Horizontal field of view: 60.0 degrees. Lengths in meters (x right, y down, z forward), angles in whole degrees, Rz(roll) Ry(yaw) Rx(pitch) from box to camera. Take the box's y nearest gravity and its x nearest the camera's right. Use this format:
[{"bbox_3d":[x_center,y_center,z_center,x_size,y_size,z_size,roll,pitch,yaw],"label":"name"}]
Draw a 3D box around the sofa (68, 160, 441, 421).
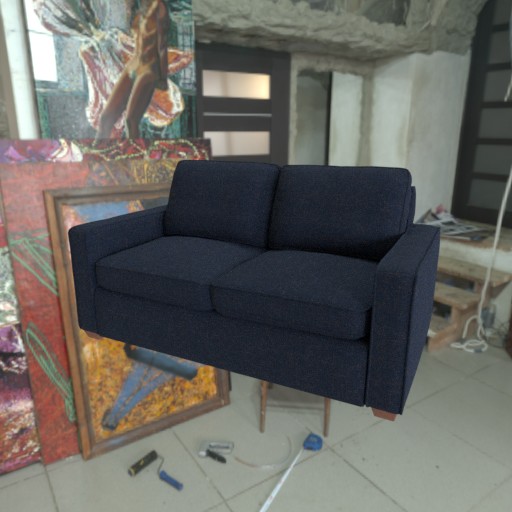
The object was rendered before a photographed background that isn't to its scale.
[{"bbox_3d":[0.000,0.000,2.298,1.709,0.918,0.947,8,17,26],"label":"sofa"}]
